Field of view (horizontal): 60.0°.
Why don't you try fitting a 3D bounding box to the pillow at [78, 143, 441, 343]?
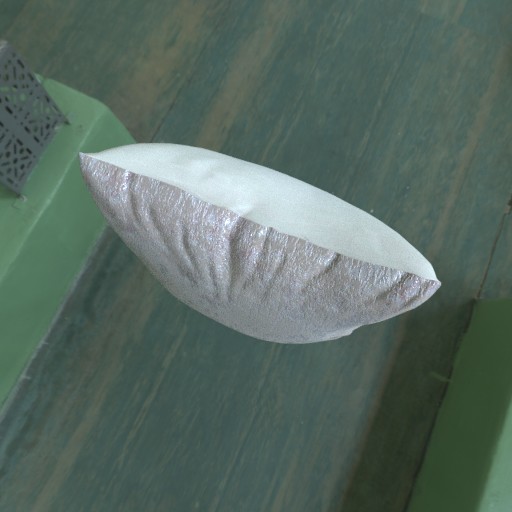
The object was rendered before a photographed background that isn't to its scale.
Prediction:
[{"bbox_3d":[0.000,0.000,0.716,0.450,0.448,0.245,23,77,5],"label":"pillow"}]
